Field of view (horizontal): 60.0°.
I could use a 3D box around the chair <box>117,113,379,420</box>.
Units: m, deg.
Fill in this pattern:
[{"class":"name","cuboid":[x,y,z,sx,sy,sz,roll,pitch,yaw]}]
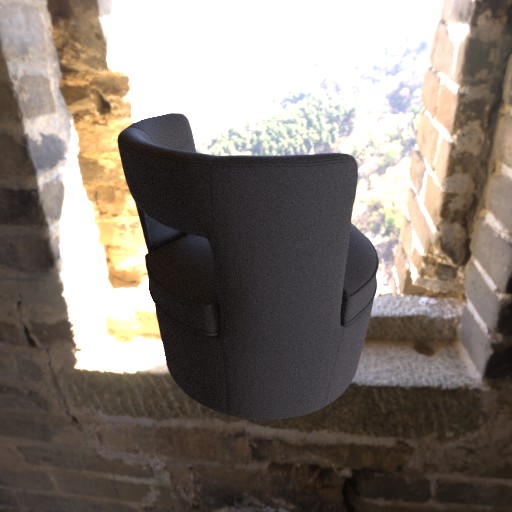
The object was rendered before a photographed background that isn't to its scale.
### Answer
[{"class":"chair","cuboid":[0.000,0.000,1.258,0.660,0.719,0.689,-19,32,-34]}]
